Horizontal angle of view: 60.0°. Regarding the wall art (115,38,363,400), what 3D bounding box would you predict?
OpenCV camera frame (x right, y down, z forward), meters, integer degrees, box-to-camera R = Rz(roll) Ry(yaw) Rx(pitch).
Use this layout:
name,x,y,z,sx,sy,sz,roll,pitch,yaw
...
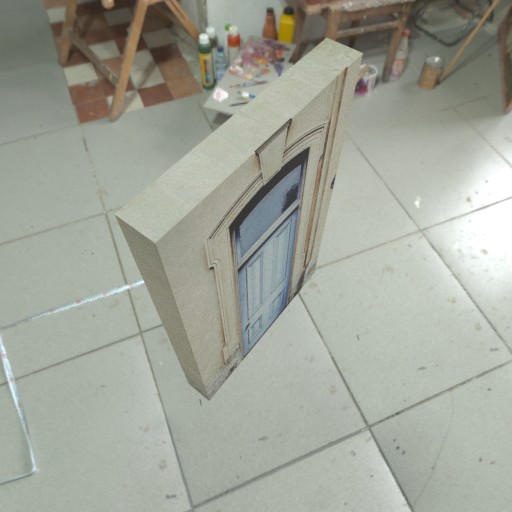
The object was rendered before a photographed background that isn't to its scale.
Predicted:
name,x,y,z,sx,sy,sz,roll,pitch,yaw
wall art,0.000,0.000,0.499,0.038,0.381,0.254,33,63,19
